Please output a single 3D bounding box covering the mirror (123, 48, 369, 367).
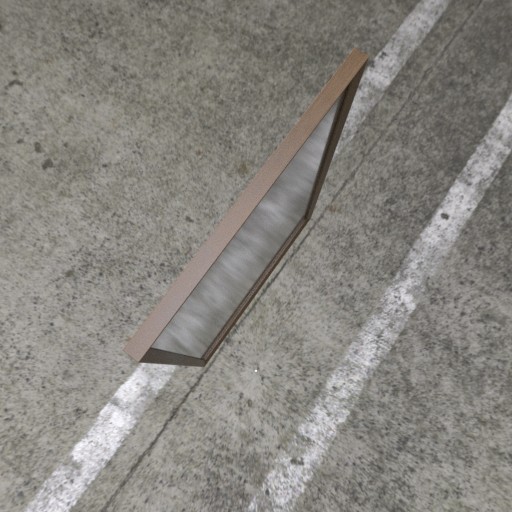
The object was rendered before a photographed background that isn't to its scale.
[{"bbox_3d":[0.000,0.000,1.340,0.041,1.016,0.762,34,78,8],"label":"mirror"}]
